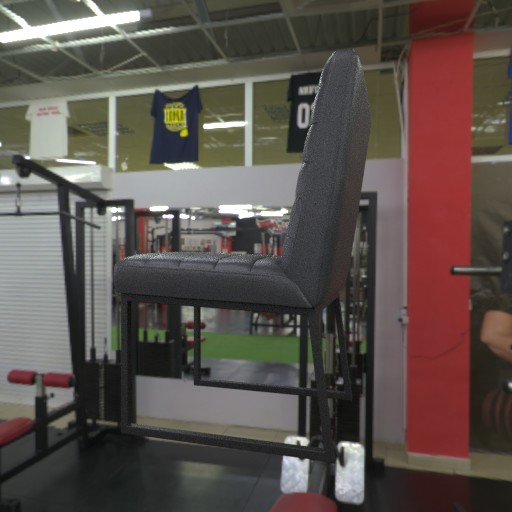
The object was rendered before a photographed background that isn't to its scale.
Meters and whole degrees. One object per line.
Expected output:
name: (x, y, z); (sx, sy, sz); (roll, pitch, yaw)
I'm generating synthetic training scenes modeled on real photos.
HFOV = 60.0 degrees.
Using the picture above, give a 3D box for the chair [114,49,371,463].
chair: (0.000, 0.000, 1.293); (0.634, 0.930, 0.520); (0, 0, 17)
